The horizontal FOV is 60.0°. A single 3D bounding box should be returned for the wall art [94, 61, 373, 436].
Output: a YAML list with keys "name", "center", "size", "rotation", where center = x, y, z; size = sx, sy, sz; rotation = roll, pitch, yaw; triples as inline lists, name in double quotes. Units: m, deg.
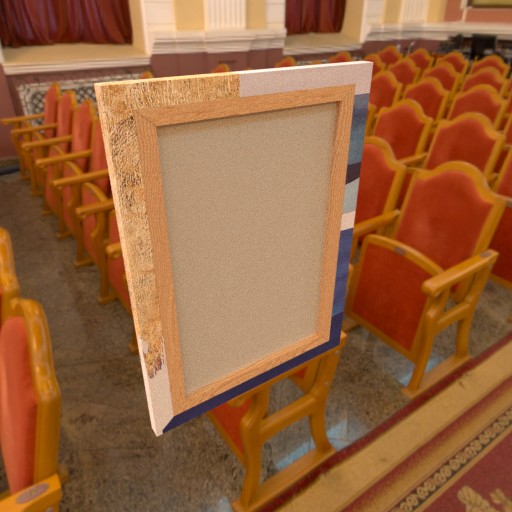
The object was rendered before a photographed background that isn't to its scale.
- name: "wall art"
  center: [0.000, 0.000, 0.791]
  size: [0.458, 0.613, 0.026]
  rotation: [-18, 34, -29]
